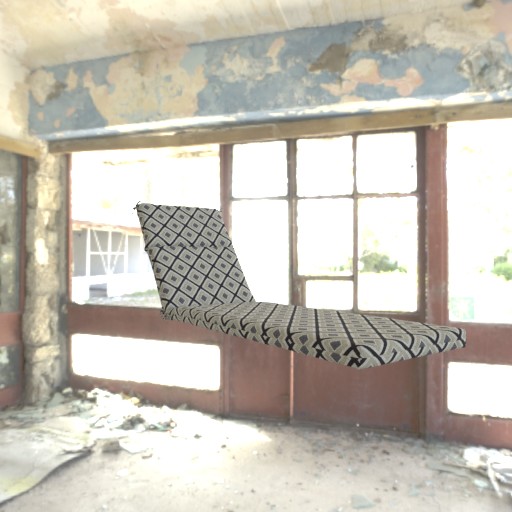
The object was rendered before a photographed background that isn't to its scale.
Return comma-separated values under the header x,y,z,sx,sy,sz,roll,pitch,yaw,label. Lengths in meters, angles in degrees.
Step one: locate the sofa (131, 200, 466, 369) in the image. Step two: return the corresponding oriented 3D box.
x,y,z,sx,sy,sz,roll,pitch,yaw,label
0.000,0.000,1.967,0.582,0.622,1.663,0,0,-35,sofa
